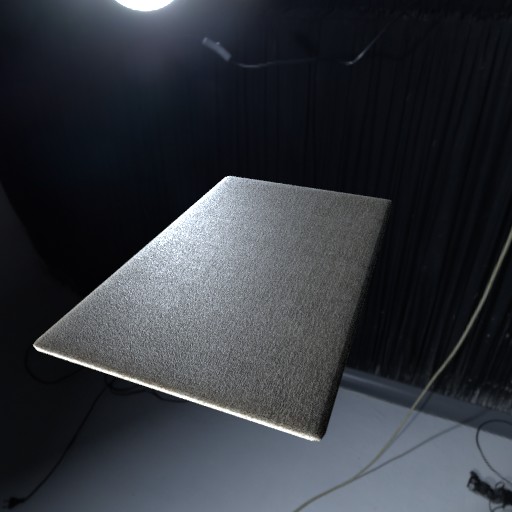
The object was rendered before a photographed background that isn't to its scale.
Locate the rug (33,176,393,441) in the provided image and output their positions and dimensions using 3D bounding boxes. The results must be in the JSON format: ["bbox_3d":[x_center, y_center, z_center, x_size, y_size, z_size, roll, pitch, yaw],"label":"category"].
[{"bbox_3d":[0.000,0.000,3.015,1.539,0.024,2.469,12,34,18],"label":"rug"}]
